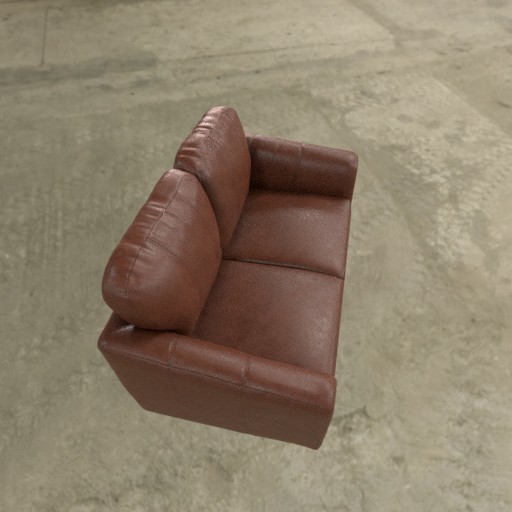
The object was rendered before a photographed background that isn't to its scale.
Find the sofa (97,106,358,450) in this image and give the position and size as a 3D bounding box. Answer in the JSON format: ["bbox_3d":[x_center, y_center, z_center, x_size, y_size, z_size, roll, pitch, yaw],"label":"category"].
[{"bbox_3d":[0.000,0.000,1.961,0.805,0.906,1.406,9,48,8],"label":"sofa"}]
